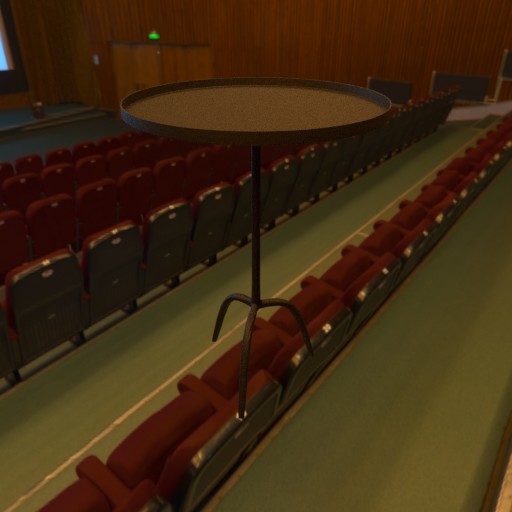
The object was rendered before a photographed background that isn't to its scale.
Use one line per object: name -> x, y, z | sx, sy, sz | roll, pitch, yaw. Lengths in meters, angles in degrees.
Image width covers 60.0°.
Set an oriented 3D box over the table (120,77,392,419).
table -> 0.000, 0.000, 1.021 | 0.502, 0.700, 0.502 | 20, 36, 31
